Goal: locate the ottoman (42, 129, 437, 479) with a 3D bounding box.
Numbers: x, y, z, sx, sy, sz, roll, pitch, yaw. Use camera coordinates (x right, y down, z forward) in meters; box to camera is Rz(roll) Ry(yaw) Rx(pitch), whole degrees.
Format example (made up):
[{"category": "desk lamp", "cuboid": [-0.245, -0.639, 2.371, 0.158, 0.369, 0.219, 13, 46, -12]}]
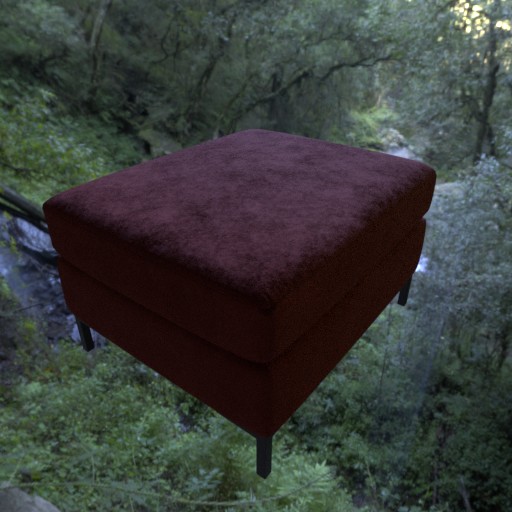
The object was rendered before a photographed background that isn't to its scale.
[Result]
[{"category": "ottoman", "cuboid": [0.000, 0.000, 1.166, 0.650, 0.462, 0.782, 21, 37, 32]}]
